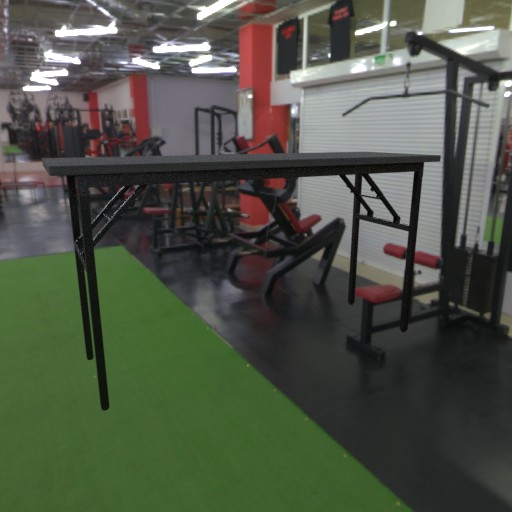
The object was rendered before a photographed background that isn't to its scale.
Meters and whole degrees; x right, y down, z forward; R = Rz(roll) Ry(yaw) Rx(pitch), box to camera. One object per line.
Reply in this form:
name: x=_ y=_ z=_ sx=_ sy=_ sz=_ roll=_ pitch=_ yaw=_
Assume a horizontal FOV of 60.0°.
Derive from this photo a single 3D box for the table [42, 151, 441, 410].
table: x=0.000 y=0.000 z=1.714 sx=1.399 sy=0.750 sz=0.449 roll=-8 pitch=17 yaw=-26
